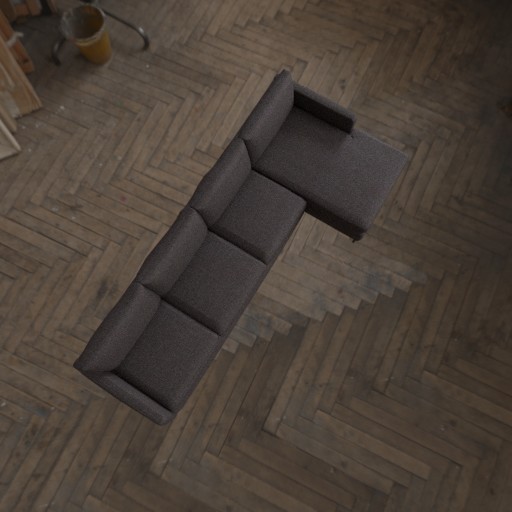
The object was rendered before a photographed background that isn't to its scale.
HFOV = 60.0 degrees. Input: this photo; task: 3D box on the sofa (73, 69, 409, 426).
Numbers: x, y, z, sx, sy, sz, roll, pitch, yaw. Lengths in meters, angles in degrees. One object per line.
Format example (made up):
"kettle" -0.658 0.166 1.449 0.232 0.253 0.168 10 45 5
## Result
"sofa" 0.000 0.000 3.943 1.483 0.892 3.221 31 78 8
